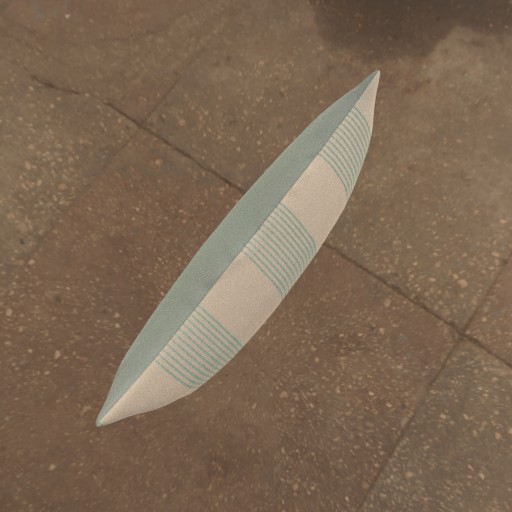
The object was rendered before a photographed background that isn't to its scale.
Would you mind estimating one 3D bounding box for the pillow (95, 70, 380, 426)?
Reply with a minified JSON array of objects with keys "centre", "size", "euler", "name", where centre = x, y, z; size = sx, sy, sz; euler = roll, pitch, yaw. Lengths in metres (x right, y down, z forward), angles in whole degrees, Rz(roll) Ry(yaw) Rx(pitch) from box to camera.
[{"centre":[0.000,0.000,0.715],"size":[0.151,0.287,0.610],"euler":[36,79,8],"name":"pillow"}]
